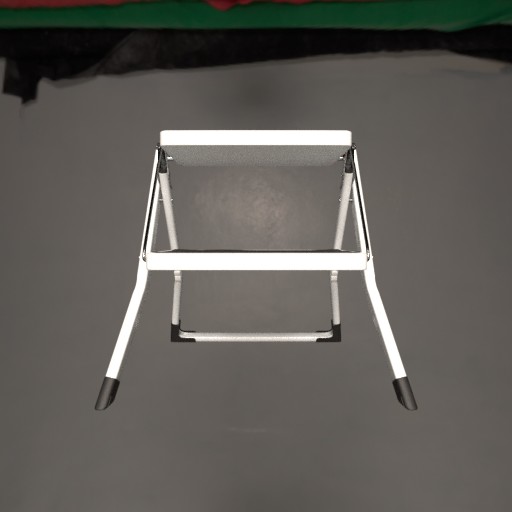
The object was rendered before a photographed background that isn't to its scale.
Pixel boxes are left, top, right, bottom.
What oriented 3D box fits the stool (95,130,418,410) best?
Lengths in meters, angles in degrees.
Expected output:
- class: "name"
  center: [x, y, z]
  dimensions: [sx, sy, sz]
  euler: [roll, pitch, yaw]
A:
- class: "stool"
  center: [0.000, 0.000, 0.874]
  dimensions: [0.485, 0.445, 0.490]
  euler: [0, 2, 0]
